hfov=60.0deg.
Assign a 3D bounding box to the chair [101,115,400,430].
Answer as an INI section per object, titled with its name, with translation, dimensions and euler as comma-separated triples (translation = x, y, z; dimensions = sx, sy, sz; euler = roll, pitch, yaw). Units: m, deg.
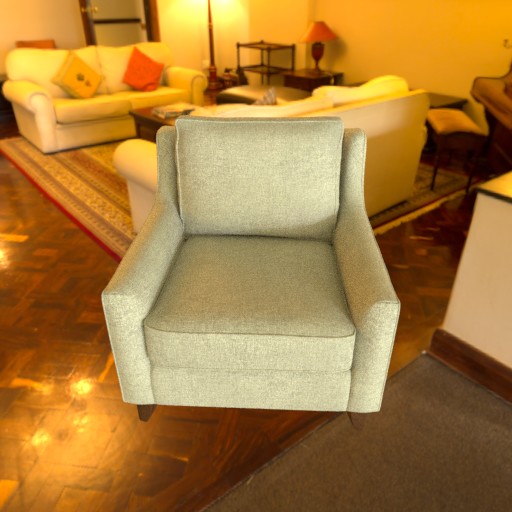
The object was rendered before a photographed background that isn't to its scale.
[chair]
translation = 0.000, 0.000, 1.582
dimensions = 0.838, 0.864, 0.918
euler = 1, 30, 2
